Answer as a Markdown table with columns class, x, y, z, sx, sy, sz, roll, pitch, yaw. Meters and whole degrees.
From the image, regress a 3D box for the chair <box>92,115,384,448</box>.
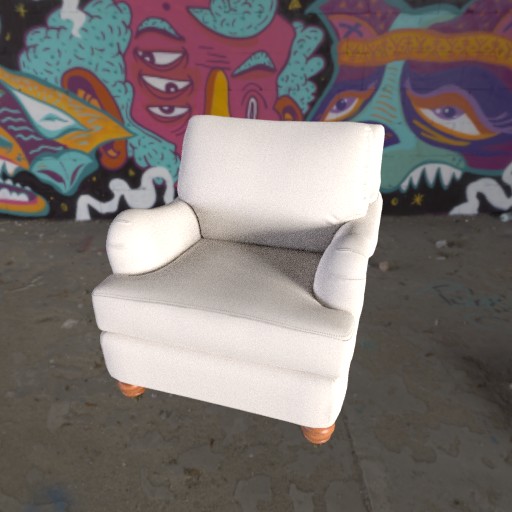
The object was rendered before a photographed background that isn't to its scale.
| class | x | y | z | sx | sy | sz | roll | pitch | yaw |
| --- | --- | --- | --- | --- | --- | --- | --- | --- | --- |
| chair | 0.000 | 0.000 | 1.855 | 0.955 | 1.038 | 1.070 | 8 | 27 | 16 |
